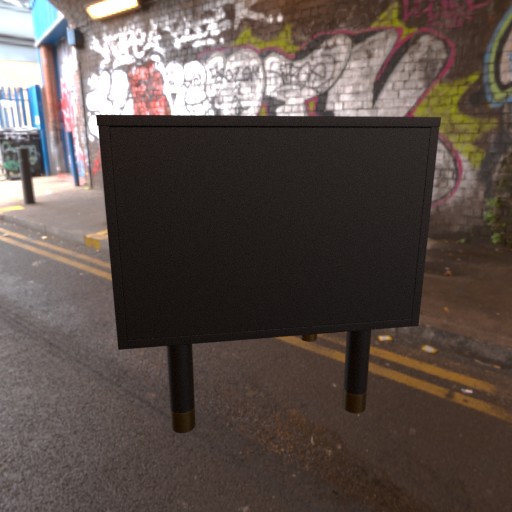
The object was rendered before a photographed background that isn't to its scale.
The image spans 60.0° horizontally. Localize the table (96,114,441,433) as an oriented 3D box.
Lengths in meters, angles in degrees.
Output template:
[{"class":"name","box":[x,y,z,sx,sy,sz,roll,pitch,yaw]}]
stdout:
[{"class":"table","box":[0.000,0.000,0.995,0.564,0.584,0.441,-3,16,-10]}]
